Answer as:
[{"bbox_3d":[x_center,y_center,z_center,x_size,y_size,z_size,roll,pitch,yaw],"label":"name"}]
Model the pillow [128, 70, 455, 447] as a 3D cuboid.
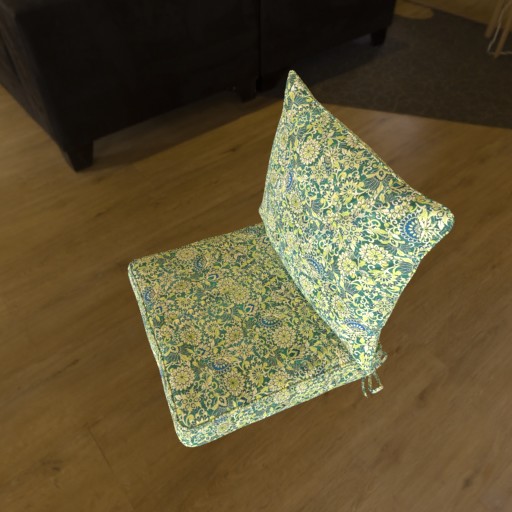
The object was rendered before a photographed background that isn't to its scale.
[{"bbox_3d":[0.000,0.000,1.323,0.740,0.722,0.798,-17,49,-16],"label":"pillow"}]
